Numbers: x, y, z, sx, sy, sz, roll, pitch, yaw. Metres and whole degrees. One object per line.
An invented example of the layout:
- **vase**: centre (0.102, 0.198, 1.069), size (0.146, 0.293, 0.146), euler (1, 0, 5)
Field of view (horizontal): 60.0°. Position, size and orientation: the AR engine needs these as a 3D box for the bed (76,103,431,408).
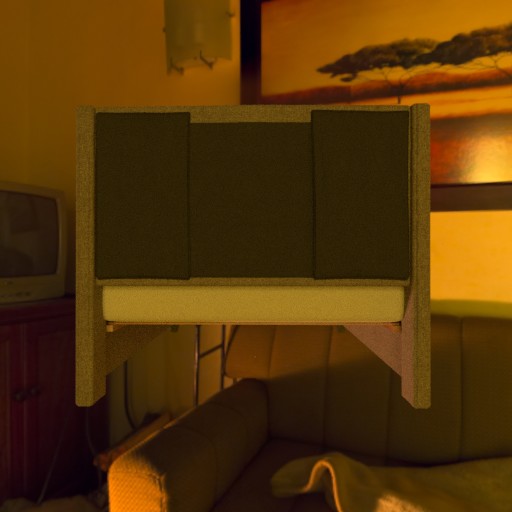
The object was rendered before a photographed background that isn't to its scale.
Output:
- **bed**: centre (0.000, 0.000, 3.248), size (1.714, 1.481, 2.245), euler (0, 0, 1)
